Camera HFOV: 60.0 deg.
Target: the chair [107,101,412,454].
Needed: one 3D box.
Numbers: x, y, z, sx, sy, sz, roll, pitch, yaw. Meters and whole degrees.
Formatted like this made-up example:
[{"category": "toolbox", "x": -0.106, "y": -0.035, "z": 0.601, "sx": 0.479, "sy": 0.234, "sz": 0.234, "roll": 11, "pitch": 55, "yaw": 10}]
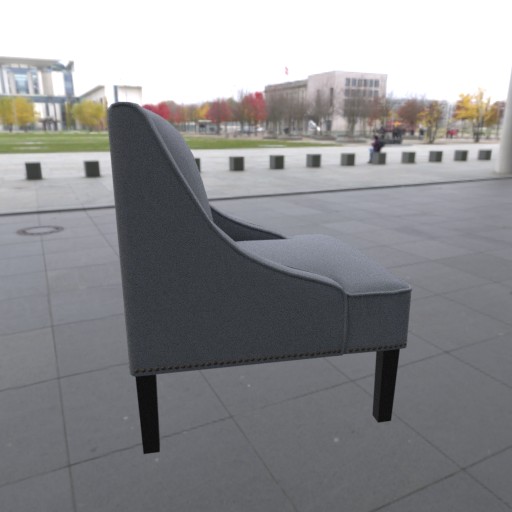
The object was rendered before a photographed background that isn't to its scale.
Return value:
[{"category": "chair", "x": 0.000, "y": 0.000, "z": 1.369, "sx": 0.747, "sy": 0.867, "sz": 0.631, "roll": -3, "pitch": 16, "yaw": -11}]
